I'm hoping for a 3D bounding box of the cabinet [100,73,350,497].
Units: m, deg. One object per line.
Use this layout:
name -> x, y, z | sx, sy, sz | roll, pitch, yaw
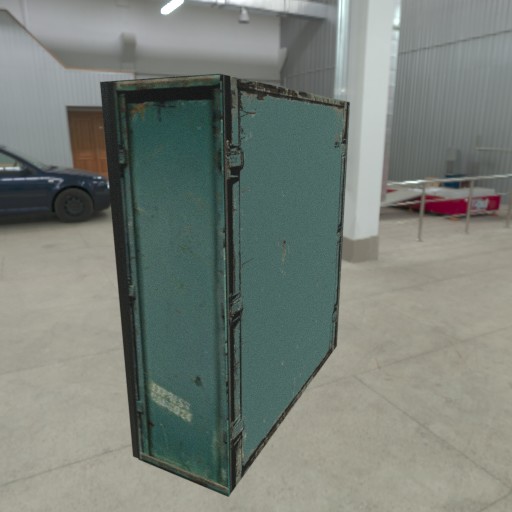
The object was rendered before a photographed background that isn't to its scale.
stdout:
cabinet -> 0.000, 0.000, 3.145 | 0.680, 2.160, 2.000 | 8, 17, 26
